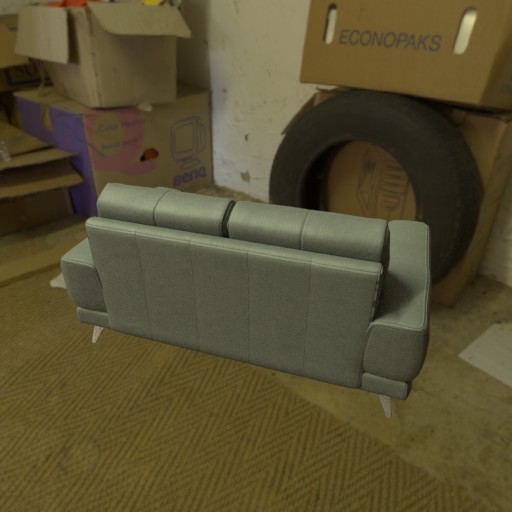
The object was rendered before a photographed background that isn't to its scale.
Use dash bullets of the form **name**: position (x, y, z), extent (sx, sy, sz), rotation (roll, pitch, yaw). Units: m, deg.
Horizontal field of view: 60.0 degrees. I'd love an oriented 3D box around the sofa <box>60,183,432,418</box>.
- **sofa**: position (0.000, 0.000, 2.421), extent (1.806, 0.907, 1.018), rotation (10, 32, 16)
